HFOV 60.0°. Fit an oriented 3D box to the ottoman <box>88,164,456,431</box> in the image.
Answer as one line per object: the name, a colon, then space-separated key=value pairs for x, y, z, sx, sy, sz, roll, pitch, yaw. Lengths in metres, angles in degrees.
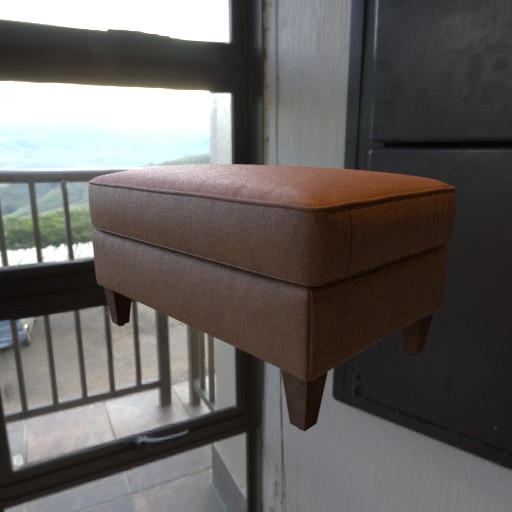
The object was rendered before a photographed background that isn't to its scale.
ottoman: x=0.000 y=0.000 z=1.207 sx=0.584 sy=0.483 sz=0.864 roll=-13 pitch=19 yaw=-43
